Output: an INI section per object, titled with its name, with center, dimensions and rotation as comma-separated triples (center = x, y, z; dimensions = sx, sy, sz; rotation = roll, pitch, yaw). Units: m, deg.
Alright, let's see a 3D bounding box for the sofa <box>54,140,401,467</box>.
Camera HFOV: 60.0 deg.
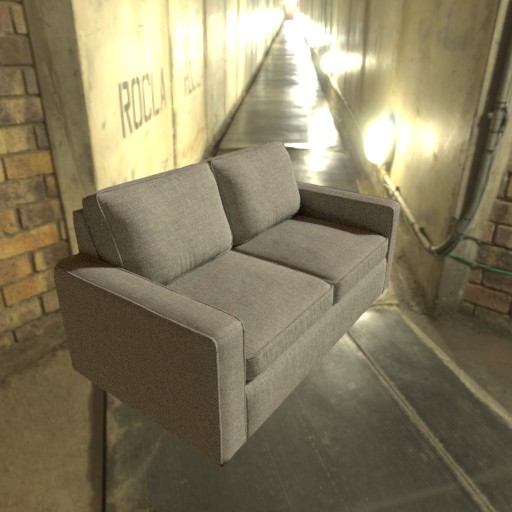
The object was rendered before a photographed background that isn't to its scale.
[sofa]
center = 0.000, 0.000, 2.290
dimensions = 0.945, 0.915, 1.706
rotation = 17, 30, 32
